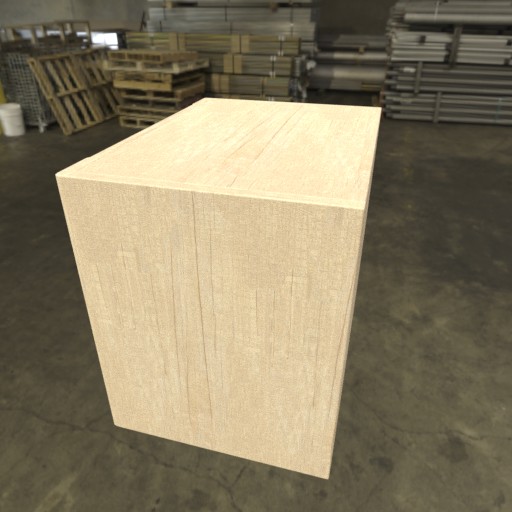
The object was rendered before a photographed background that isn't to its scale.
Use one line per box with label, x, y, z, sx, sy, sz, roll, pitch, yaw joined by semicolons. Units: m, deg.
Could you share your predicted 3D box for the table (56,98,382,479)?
table;0.000;0.000;0.923;0.420;0.510;0.570;8;31;14
